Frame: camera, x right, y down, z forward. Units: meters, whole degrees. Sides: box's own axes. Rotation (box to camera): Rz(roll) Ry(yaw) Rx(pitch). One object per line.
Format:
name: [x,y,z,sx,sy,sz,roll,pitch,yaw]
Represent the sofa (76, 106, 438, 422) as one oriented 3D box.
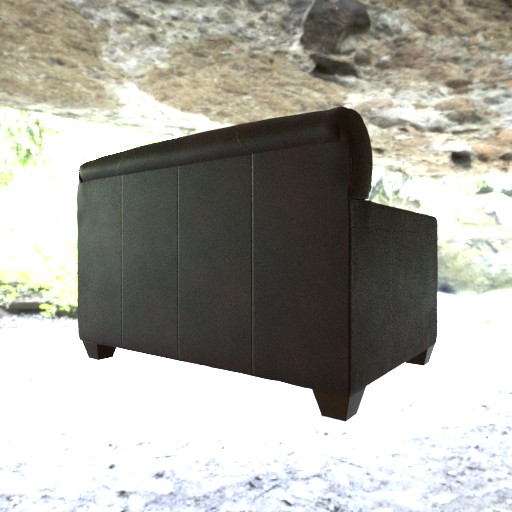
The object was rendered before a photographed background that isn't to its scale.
sofa: [0.000,0.000,2.040,1.413,0.956,1.000,0,1,37]
